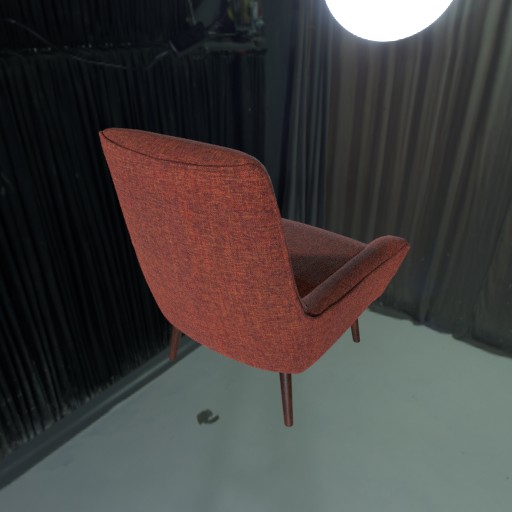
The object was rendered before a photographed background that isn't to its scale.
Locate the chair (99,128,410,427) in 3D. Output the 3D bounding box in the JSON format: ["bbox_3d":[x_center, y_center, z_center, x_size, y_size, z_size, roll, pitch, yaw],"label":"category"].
[{"bbox_3d":[0.000,0.000,1.492,0.803,0.911,0.784,19,34,31],"label":"chair"}]
